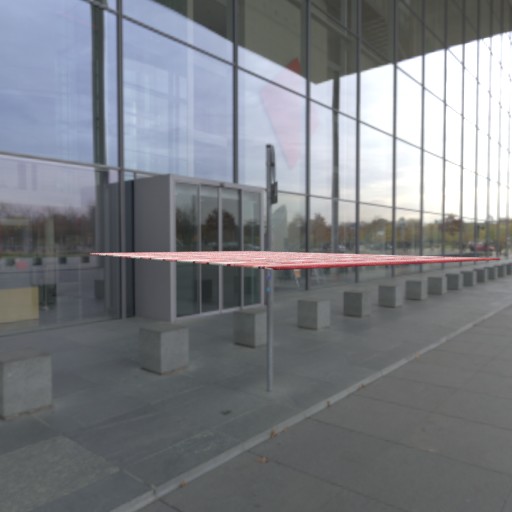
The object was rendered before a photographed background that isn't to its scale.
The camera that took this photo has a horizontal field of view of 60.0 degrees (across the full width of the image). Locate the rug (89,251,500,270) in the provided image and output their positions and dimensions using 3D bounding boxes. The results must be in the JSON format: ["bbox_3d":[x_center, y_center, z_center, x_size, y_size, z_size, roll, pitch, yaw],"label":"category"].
[{"bbox_3d":[0.000,0.000,2.951,1.535,0.010,2.431,-1,2,-35],"label":"rug"}]
